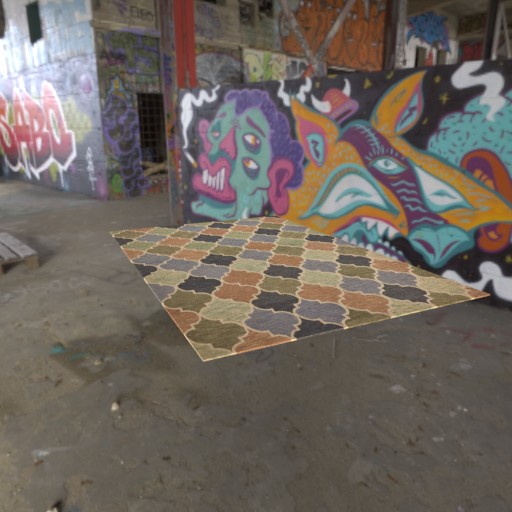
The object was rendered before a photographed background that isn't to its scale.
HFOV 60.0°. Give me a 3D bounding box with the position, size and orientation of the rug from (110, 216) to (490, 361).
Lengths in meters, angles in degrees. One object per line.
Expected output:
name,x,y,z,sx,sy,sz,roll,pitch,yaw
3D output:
rug,0.000,0.000,2.325,1.216,0.006,1.828,-8,18,-25
